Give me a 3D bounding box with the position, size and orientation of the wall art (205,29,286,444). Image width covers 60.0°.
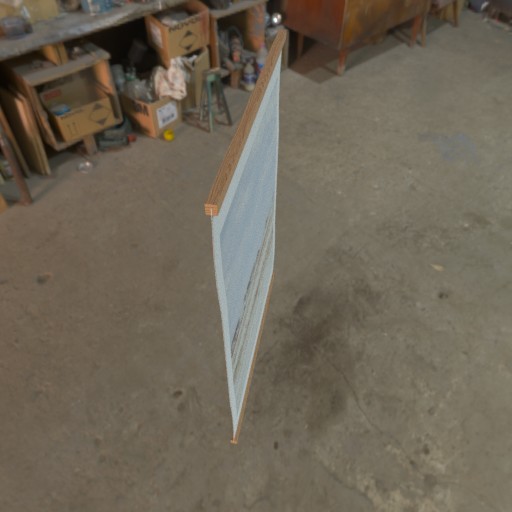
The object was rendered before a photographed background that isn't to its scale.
[{"bbox_3d":[0.000,0.000,1.323,0.020,1.016,0.739,8,48,8],"label":"wall art"}]
